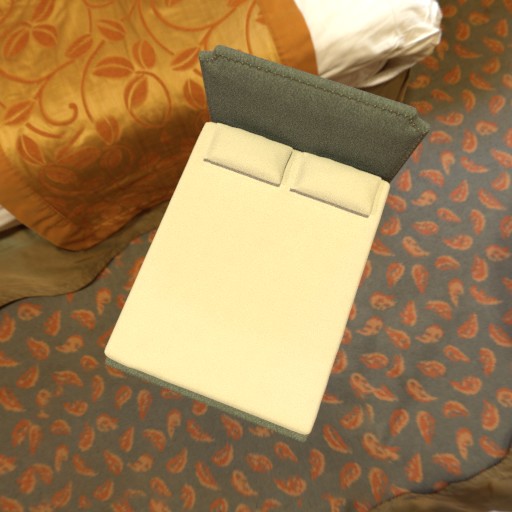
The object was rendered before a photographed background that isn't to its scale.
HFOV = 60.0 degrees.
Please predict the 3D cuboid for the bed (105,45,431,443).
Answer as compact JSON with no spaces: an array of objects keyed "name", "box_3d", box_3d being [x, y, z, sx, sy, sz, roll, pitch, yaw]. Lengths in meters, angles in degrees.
[{"name":"bed","box_3d":[0.000,0.000,3.427,1.712,1.443,2.372,20,77,5]}]
